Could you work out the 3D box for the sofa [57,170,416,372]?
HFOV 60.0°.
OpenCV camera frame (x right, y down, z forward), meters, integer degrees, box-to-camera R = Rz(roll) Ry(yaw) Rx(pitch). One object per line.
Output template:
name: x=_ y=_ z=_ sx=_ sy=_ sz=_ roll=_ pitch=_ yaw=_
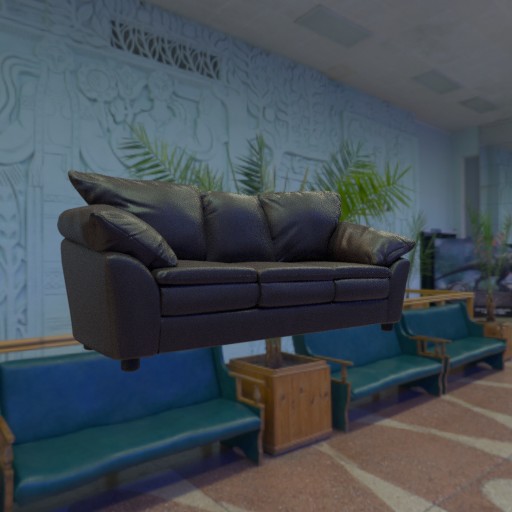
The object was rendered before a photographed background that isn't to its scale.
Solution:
sofa: x=0.000 y=0.000 z=2.930 sx=2.390 sy=1.091 sz=0.907 roll=0 pitch=-1 yaw=-37
